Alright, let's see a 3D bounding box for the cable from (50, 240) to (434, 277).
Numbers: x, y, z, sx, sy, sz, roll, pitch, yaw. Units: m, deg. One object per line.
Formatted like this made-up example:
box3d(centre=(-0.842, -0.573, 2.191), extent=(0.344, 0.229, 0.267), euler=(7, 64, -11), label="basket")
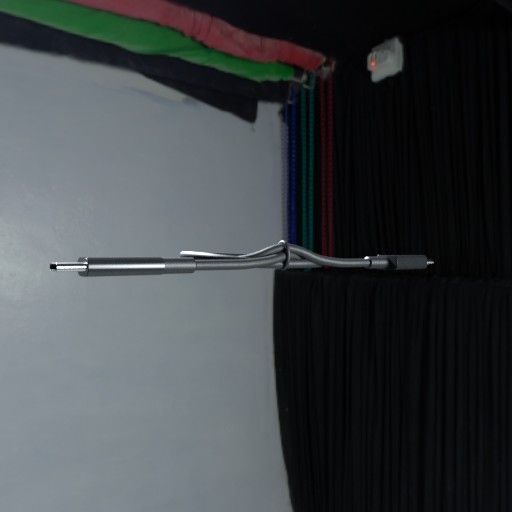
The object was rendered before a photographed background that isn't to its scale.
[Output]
box3d(centre=(0.000, 0.000, 0.215), extent=(0.192, 0.014, 0.070), euler=(0, 0, -35), label="cable")
